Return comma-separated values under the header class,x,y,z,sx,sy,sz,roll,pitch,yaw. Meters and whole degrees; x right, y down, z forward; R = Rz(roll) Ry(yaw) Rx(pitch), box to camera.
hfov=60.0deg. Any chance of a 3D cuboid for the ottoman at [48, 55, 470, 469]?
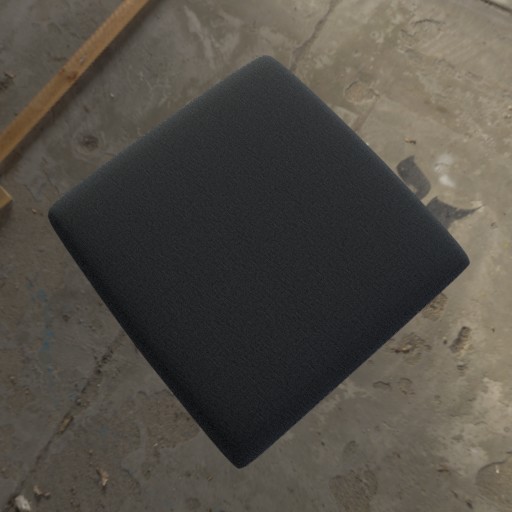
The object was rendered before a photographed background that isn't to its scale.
class,x,y,z,sx,sy,sz,roll,pitch,yaw
ottoman,0.000,0.000,1.056,0.649,0.398,0.650,-39,79,-9
